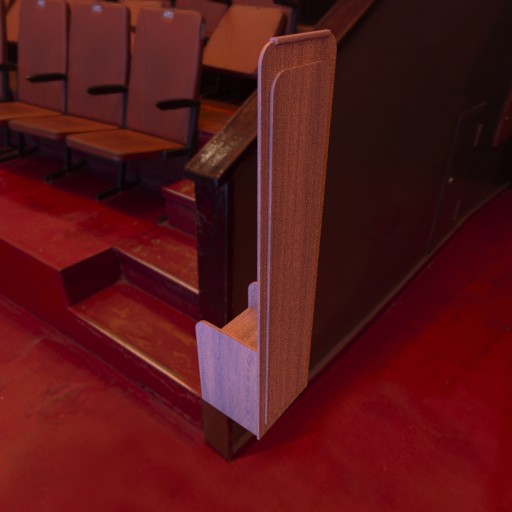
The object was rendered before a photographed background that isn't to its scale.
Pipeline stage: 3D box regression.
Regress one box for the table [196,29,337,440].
[{"bbox_3d":[0.000,0.000,2.007,0.420,1.830,0.450,23,38,32],"label":"table"}]
